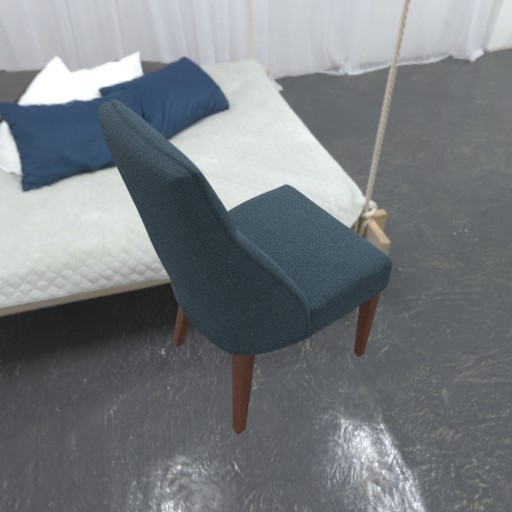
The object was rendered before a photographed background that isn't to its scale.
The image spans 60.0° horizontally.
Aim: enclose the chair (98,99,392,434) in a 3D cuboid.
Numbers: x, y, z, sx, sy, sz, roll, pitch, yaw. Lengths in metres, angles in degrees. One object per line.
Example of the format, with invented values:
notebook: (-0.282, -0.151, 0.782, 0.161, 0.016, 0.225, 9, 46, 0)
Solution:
chair: (0.000, 0.000, 1.257, 0.620, 0.930, 0.500, -26, 48, -25)
